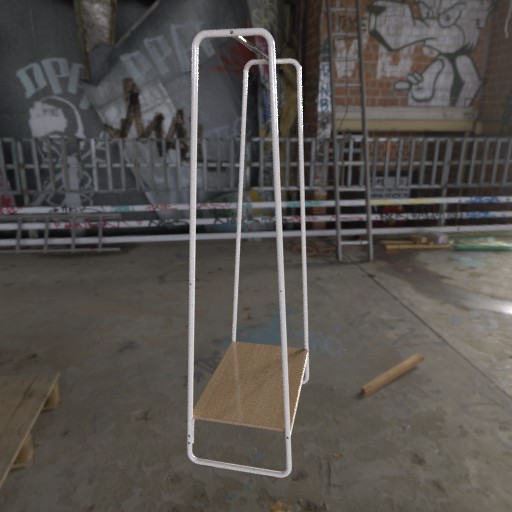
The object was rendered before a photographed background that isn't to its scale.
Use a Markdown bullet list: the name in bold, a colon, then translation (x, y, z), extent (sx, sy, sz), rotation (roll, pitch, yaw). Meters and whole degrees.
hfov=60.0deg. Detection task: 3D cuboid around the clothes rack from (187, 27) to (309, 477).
- **clothes rack**: translation (0.000, 0.000, 1.739), extent (0.400, 1.500, 0.640), rotation (4, 17, 12)
